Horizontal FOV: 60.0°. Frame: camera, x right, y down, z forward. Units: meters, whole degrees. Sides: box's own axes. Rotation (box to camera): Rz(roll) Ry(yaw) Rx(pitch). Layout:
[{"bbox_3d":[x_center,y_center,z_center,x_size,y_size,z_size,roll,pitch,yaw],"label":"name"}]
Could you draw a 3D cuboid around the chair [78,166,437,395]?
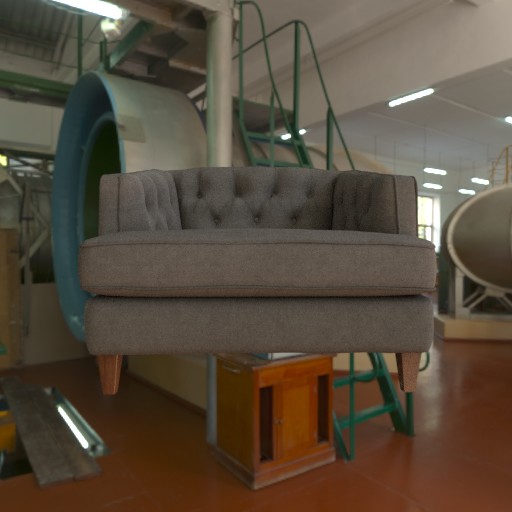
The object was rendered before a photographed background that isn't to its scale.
[{"bbox_3d":[0.000,0.000,1.753,1.104,0.852,0.941,0,1,-1],"label":"chair"}]
